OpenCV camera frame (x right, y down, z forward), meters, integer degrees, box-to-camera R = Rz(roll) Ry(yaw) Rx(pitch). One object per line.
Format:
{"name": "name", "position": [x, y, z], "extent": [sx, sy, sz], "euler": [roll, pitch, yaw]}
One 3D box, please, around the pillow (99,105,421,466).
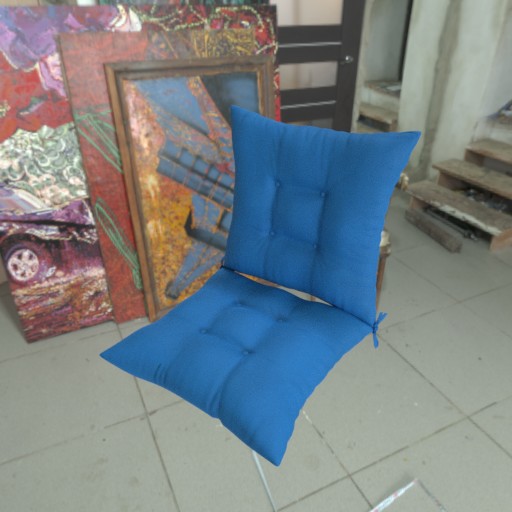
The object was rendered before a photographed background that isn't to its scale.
{"name": "pillow", "position": [0.000, 0.000, 1.014], "extent": [0.541, 0.536, 0.585], "euler": [19, 36, 30]}
